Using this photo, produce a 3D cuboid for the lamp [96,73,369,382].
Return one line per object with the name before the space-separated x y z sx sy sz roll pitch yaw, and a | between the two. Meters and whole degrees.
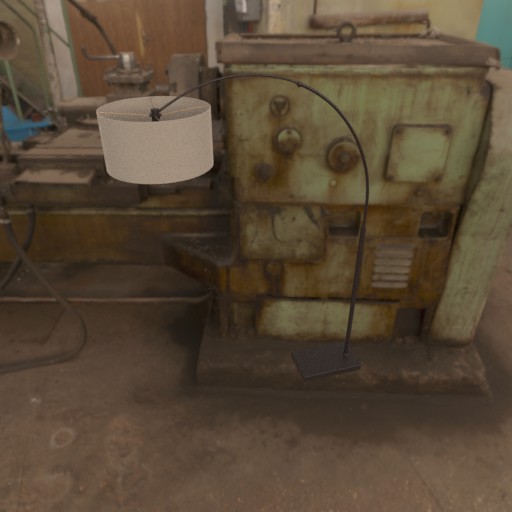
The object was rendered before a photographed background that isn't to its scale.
lamp | 0.000 0.000 2.500 1.424 1.927 0.493 -8 32 -14
